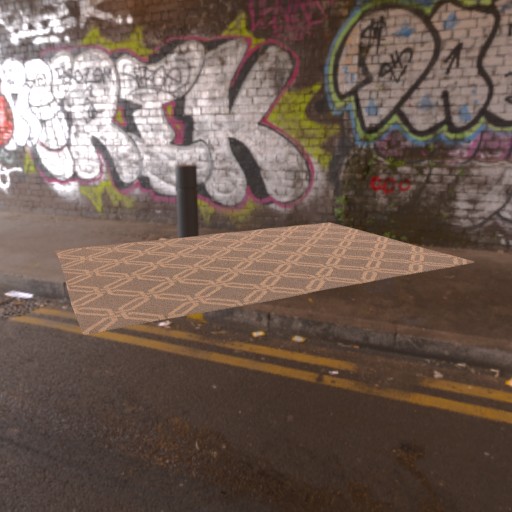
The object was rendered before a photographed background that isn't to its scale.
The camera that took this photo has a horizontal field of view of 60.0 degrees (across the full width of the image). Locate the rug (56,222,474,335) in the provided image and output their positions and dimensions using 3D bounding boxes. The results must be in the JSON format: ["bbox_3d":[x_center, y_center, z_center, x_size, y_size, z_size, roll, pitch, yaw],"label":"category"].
[{"bbox_3d":[0.000,0.000,2.190,1.754,0.010,1.148,-8,17,-26],"label":"rug"}]
